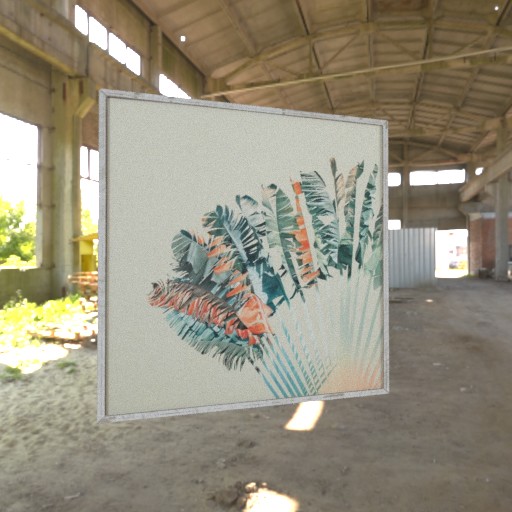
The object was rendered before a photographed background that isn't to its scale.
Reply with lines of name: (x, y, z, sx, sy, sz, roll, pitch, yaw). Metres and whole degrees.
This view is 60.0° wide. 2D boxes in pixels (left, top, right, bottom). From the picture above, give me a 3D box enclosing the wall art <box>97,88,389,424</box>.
wall art: (0.000, 0.000, 1.132, 0.760, 0.757, 0.038, 0, -1, -18)
